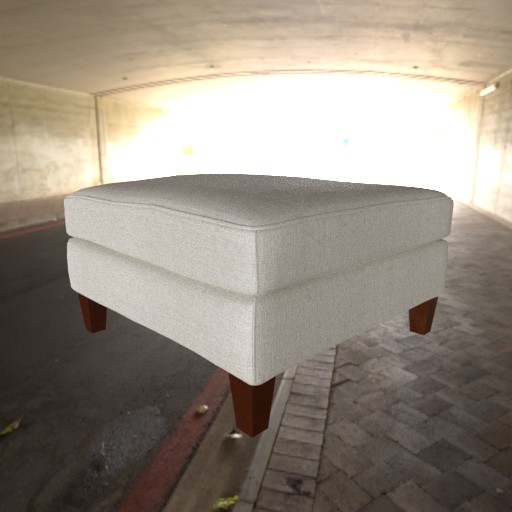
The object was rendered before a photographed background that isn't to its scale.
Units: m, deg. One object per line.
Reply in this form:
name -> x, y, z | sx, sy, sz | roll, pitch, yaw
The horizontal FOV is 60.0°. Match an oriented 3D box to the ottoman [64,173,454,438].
ottoman -> 0.000, 0.000, 1.334 | 0.838, 0.478, 0.838 | -12, 18, -43
